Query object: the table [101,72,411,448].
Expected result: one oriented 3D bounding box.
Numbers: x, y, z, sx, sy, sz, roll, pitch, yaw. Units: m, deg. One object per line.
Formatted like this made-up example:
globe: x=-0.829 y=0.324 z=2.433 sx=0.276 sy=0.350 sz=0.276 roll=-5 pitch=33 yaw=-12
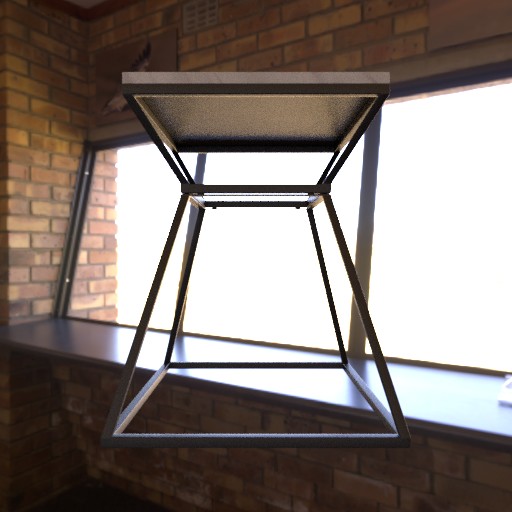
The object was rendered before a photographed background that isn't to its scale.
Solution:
table: x=0.000 y=0.000 z=0.873 sx=0.455 sy=0.559 sz=0.455 roll=0 pitch=1 yaw=0
